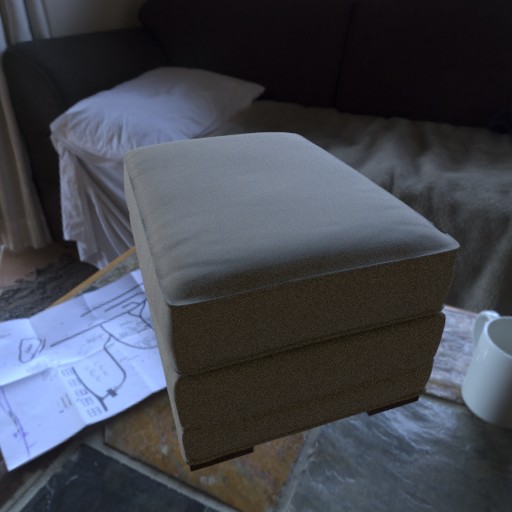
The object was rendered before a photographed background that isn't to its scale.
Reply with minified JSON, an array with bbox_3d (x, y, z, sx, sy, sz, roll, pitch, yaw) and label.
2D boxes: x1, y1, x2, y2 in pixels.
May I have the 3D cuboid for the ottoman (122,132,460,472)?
[{"bbox_3d":[0.000,0.000,1.199,0.611,0.482,0.848,-10,33,-16],"label":"ottoman"}]
